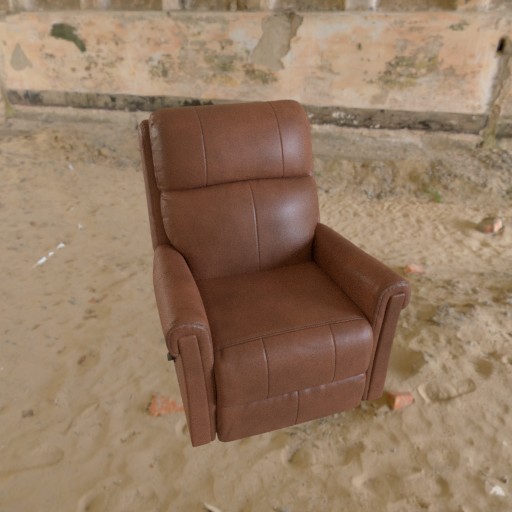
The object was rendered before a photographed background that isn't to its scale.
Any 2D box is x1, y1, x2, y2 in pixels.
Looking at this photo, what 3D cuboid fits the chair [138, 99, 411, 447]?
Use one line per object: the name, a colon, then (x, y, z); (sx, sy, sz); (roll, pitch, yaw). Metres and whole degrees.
chair: (0.000, 0.000, 1.794); (0.838, 1.054, 1.014); (-9, 32, -15)
